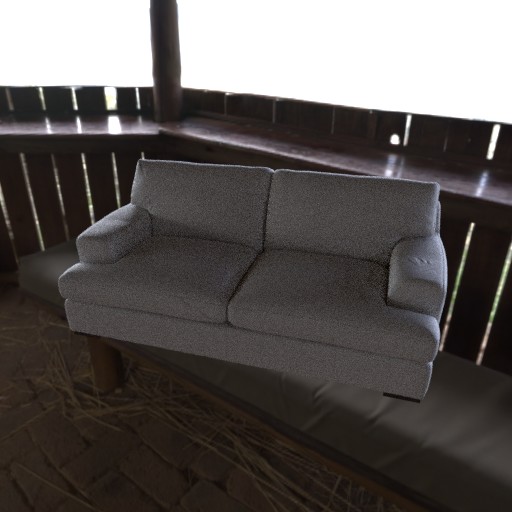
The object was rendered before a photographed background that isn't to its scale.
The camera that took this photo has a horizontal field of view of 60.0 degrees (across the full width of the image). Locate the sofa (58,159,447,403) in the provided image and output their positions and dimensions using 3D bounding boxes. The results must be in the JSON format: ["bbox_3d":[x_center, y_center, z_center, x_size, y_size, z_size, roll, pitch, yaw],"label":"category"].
[{"bbox_3d":[0.000,0.000,2.832,2.261,0.940,1.143,7,27,15],"label":"sofa"}]
